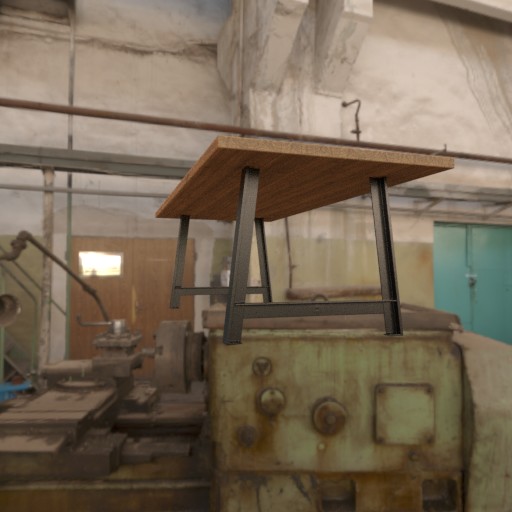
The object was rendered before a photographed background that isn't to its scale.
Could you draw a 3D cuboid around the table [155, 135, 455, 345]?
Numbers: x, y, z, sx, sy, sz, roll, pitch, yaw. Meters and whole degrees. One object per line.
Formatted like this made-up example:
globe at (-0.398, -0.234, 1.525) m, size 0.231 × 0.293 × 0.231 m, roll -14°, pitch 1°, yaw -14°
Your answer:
table at (0.000, 0.000, 2.700) m, size 1.000 × 0.757 × 2.200 m, roll 1°, pitch -2°, yaw -18°
